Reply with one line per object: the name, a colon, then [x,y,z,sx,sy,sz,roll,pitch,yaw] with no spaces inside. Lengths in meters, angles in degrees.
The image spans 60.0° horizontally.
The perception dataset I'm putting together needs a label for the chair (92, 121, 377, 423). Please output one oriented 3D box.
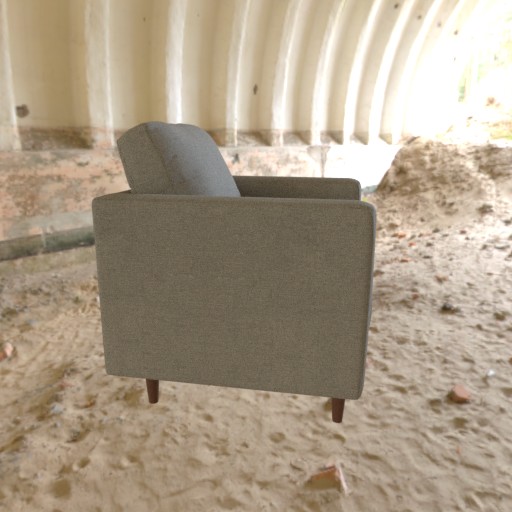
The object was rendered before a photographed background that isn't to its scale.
chair: [0.000,0.000,1.607,0.800,0.927,0.855,3,15,10]
